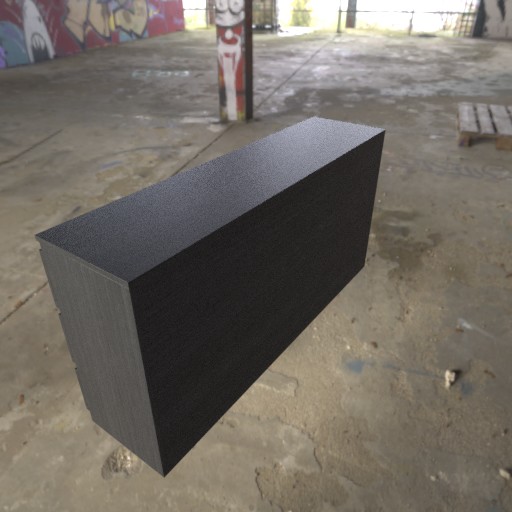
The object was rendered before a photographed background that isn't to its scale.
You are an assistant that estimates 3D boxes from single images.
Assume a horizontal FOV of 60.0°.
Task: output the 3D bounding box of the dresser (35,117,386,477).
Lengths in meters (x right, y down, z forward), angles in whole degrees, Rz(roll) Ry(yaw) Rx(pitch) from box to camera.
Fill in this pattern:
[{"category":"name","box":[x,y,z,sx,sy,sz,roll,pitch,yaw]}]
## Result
[{"category":"dresser","box":[0.000,0.000,1.913,0.400,0.795,1.590,21,38,30]}]
